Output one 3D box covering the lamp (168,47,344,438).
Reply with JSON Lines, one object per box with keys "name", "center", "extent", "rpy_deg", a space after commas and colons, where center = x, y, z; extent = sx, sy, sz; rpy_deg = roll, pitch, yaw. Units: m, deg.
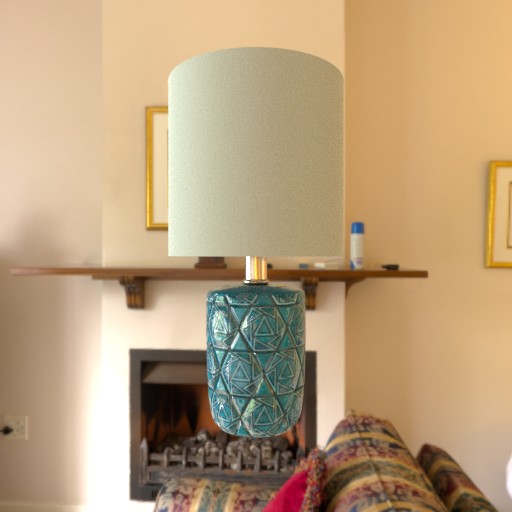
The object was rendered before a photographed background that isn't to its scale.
{"name": "lamp", "center": [0.000, 0.000, 0.496], "extent": [0.193, 0.377, 0.193], "rpy_deg": [0, 0, -36]}
